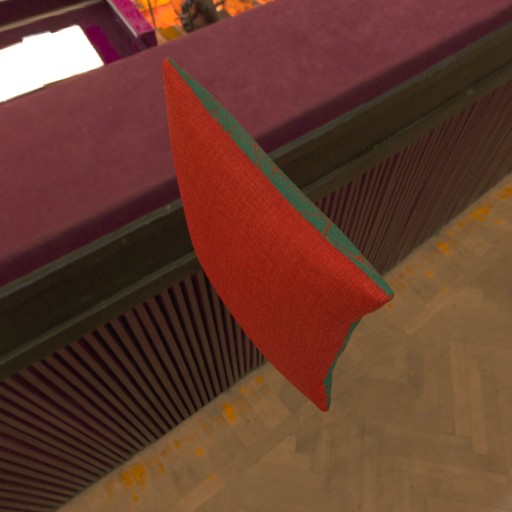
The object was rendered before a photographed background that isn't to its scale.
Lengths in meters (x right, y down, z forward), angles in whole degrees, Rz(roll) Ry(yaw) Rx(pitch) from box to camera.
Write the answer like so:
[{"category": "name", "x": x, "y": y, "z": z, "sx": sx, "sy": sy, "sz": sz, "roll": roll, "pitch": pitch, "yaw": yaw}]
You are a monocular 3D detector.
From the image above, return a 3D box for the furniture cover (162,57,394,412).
[{"category": "furniture cover", "x": 0.000, "y": 0.000, "z": 0.798, "sx": 0.158, "sy": 0.508, "sz": 0.517, "roll": -30, "pitch": 62, "yaw": -17}]
